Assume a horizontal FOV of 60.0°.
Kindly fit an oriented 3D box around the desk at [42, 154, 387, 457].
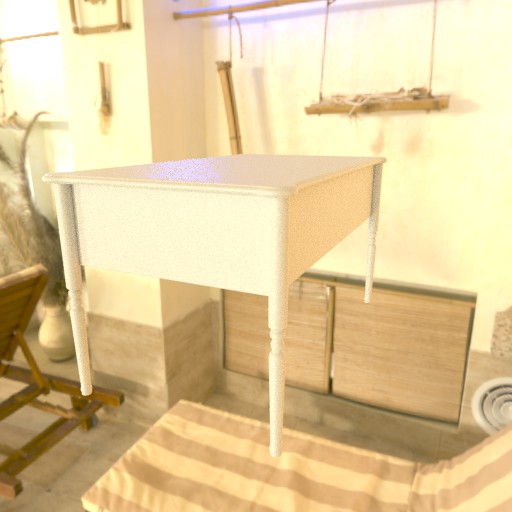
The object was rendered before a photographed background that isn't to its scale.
[{"bbox_3d":[0.000,0.000,1.855,0.807,0.762,1.380,7,17,24],"label":"desk"}]
